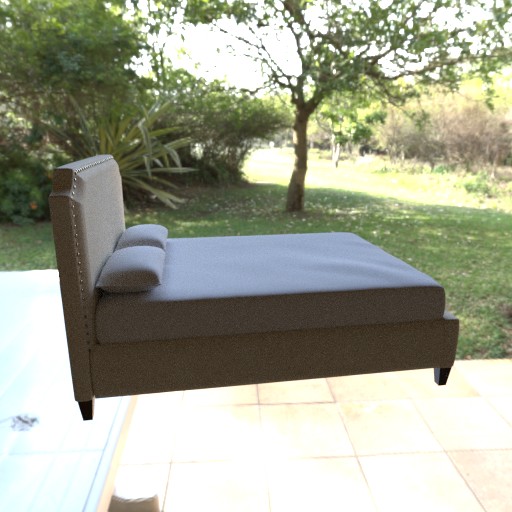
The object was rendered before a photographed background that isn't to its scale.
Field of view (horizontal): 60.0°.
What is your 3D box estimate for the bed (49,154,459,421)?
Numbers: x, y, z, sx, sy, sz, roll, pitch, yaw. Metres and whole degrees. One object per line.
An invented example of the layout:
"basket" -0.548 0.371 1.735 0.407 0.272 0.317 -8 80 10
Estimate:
"bed" 0.000 0.000 3.362 2.381 1.457 1.713 -3 16 -9
